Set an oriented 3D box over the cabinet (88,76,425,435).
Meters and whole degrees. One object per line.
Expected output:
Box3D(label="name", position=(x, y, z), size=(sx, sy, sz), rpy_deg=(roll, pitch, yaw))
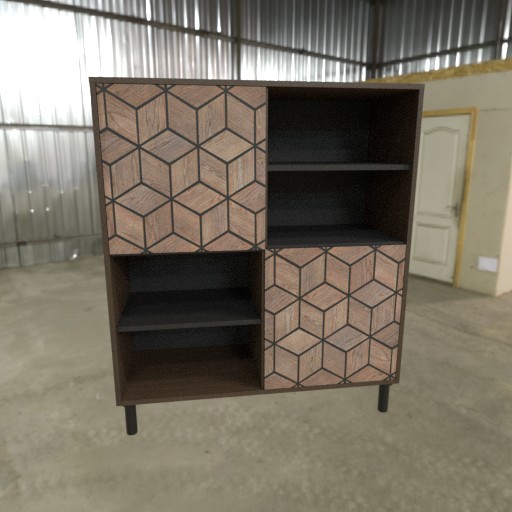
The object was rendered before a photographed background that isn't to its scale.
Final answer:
Box3D(label="cabinet", position=(0.000, 0.000, 1.646), size=(1.010, 1.170, 0.400), rpy_deg=(-2, 14, -8))
